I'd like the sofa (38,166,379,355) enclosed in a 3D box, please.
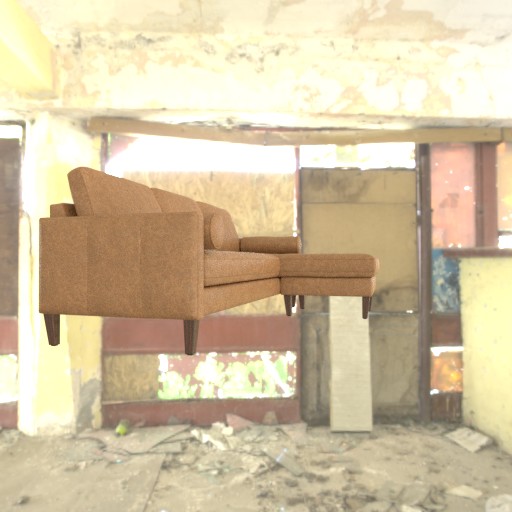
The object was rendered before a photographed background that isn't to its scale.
[{"bbox_3d":[0.000,0.000,2.905,1.506,0.876,2.178,0,-1,17],"label":"sofa"}]
